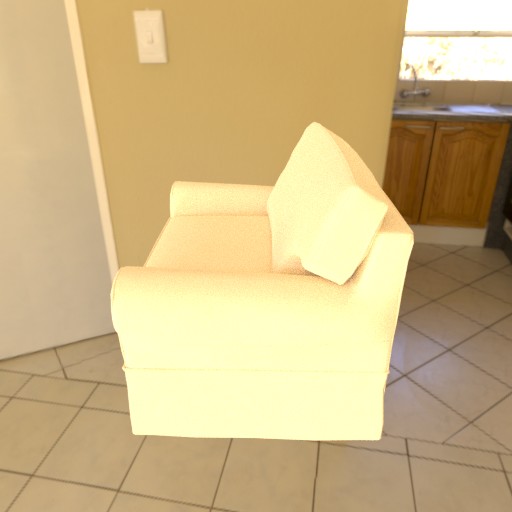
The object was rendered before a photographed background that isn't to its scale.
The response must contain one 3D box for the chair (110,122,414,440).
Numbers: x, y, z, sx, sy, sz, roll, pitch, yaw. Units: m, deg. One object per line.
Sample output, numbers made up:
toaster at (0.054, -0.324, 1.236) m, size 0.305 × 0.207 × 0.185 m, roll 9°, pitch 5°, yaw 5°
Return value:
chair at (0.000, 0.000, 1.804) m, size 0.904 × 0.958 × 1.099 m, roll 1°, pitch 26°, yaw 1°
